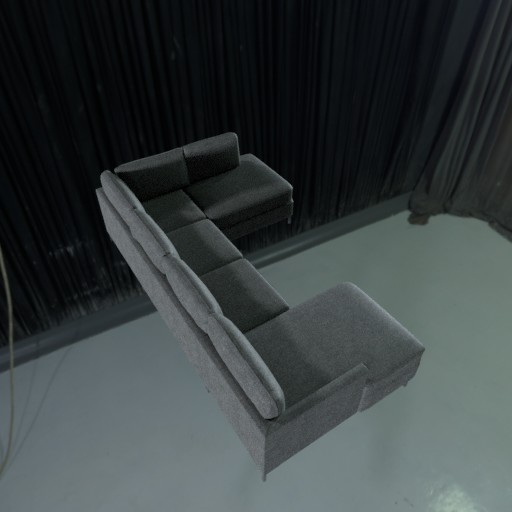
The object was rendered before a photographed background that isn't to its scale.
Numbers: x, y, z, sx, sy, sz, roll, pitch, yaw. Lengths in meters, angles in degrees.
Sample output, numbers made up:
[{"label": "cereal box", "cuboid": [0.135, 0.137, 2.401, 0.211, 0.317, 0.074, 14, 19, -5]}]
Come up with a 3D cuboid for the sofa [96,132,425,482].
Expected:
[{"label": "sofa", "cuboid": [0.000, 0.000, 4.400, 2.048, 0.999, 3.423, -24, 47, -24]}]
